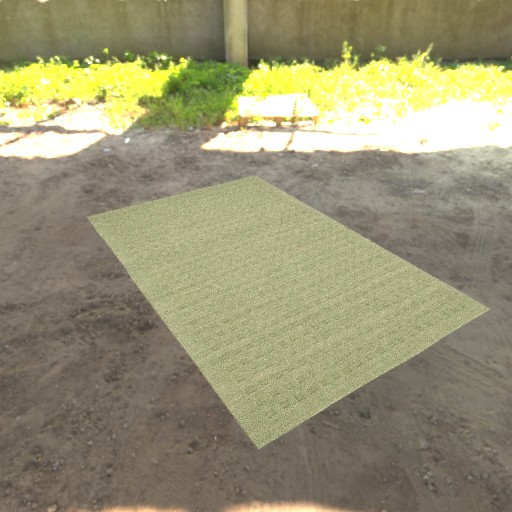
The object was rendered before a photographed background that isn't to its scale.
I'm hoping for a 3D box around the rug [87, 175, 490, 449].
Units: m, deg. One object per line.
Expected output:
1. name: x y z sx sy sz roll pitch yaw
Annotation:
1. rug: 0.000 0.000 2.156 1.143 0.006 1.747 -19 37 -28
